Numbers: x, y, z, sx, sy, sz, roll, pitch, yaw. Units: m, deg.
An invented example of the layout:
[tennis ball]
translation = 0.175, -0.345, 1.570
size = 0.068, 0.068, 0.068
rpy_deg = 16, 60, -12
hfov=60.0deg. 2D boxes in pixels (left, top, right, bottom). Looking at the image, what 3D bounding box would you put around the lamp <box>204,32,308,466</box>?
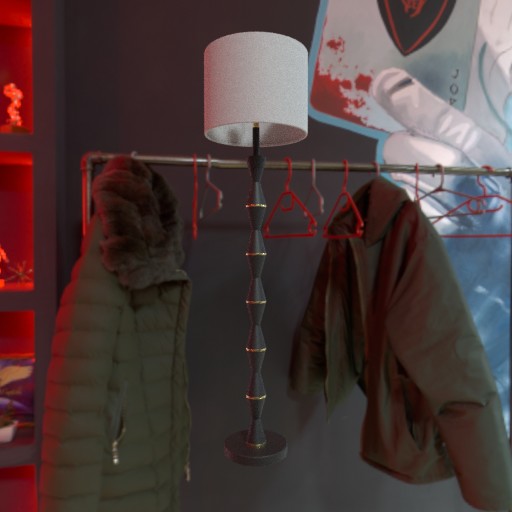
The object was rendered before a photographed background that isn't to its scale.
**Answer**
[lamp]
translation = 0.000, 0.000, 1.662
size = 0.381, 1.480, 0.381
rpy_deg = 1, 2, 18
